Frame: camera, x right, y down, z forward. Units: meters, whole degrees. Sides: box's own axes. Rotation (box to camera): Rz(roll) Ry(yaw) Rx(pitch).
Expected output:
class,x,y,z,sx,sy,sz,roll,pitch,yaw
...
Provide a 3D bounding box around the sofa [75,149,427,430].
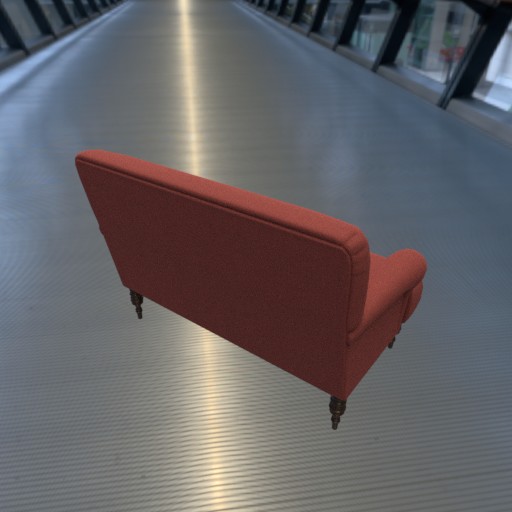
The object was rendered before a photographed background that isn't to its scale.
class,x,y,z,sx,sy,sz,roll,pitch,yaw
sofa,0.000,0.000,1.865,1.297,0.889,0.779,21,37,30
